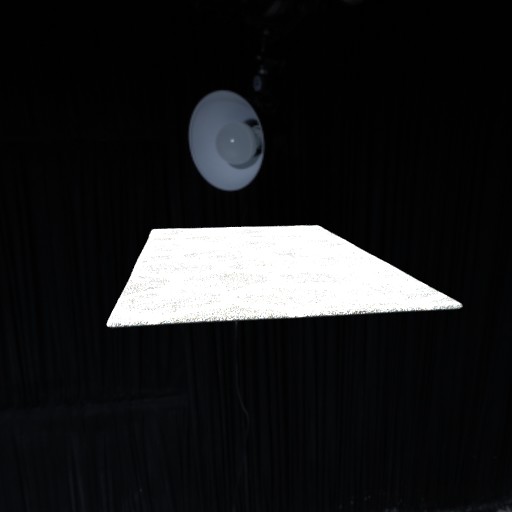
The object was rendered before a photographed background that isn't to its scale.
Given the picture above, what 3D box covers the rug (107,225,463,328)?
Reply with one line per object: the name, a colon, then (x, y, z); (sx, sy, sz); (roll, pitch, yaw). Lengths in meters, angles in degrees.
rug: (0.000, 0.000, 3.478); (1.801, 0.026, 2.701); (-2, 13, -8)
